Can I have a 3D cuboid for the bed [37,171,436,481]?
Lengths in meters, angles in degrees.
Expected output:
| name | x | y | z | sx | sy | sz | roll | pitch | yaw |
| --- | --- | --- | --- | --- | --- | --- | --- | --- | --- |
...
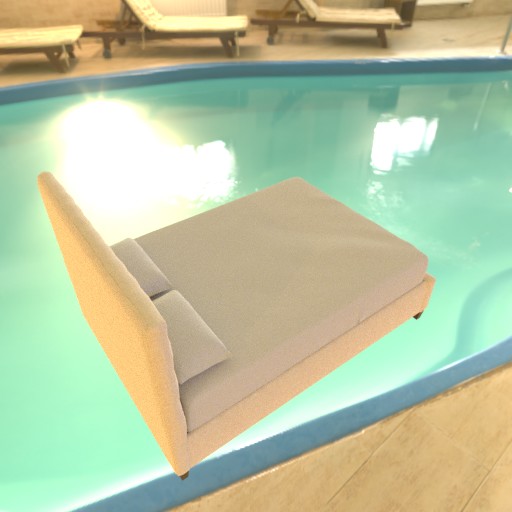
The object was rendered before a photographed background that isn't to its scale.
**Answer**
| name | x | y | z | sx | sy | sz | roll | pitch | yaw |
| --- | --- | --- | --- | --- | --- | --- | --- | --- | --- |
| bed | 0.000 | 0.000 | 3.357 | 2.387 | 1.427 | 1.698 | -25 | 45 | -27 |
